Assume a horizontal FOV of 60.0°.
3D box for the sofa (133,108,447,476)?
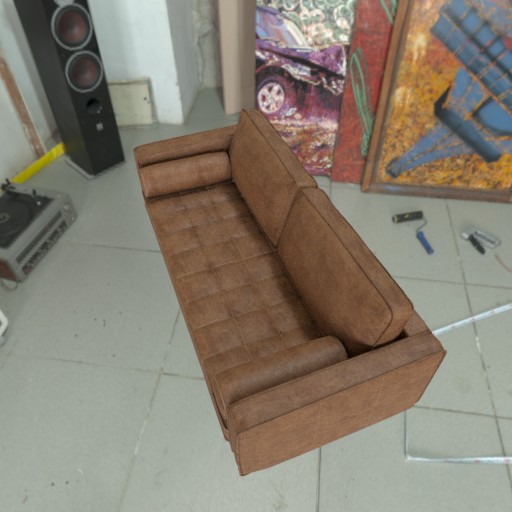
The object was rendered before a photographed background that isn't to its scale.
[{"bbox_3d":[0.000,0.000,2.389,0.924,0.825,1.920,-16,49,-14],"label":"sofa"}]
